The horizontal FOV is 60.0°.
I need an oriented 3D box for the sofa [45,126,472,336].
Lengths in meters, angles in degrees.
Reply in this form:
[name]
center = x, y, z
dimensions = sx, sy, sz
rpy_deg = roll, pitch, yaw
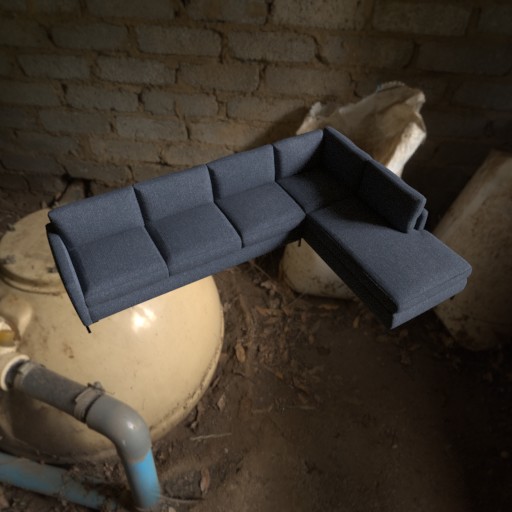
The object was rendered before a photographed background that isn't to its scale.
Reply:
[sofa]
center = 0.000, 0.000, 3.681
dimensions = 2.949, 0.815, 2.007
rpy_deg = -22, 49, -20
